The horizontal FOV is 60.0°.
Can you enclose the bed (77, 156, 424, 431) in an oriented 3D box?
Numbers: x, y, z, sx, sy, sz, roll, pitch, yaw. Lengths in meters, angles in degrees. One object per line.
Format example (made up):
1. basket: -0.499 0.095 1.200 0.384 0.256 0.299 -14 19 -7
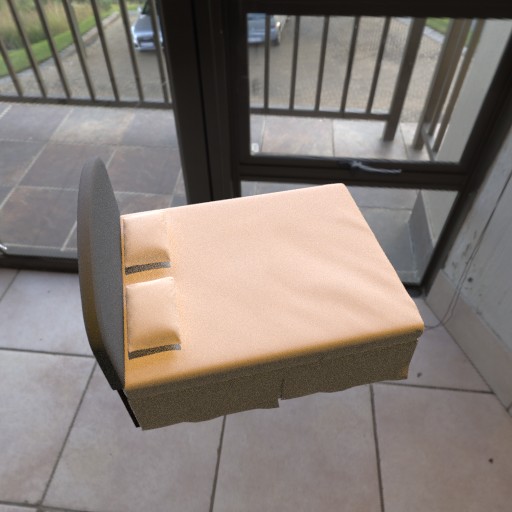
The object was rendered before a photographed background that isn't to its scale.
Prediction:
1. bed: 0.000 0.000 3.082 2.005 1.410 1.607 -10 48 -9
